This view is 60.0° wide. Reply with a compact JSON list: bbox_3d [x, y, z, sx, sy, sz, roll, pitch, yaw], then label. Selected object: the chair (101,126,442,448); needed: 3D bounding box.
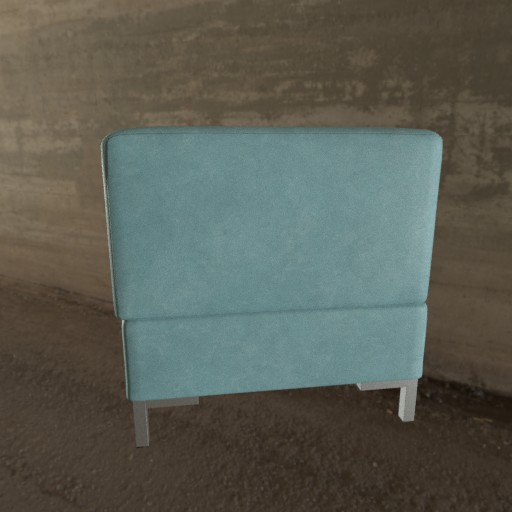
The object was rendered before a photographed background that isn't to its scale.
[{"bbox_3d":[0.000,0.000,1.208,0.680,0.660,0.680,-2,14,-8],"label":"chair"}]
